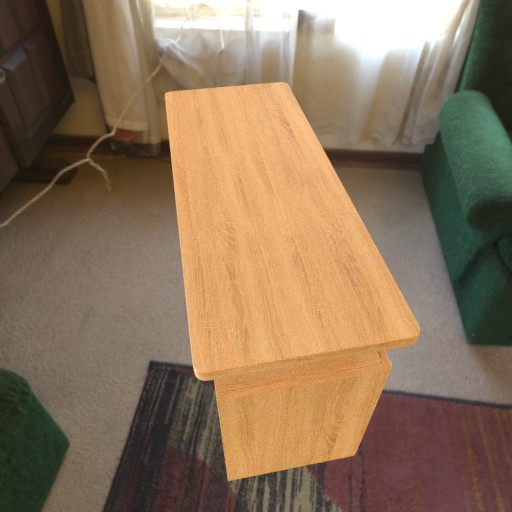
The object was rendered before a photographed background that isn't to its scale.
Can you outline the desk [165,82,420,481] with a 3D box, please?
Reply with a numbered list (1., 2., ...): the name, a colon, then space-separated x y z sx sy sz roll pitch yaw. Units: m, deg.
1. desk: 0.000 0.000 1.772 0.550 0.760 1.400 -8 46 -8
